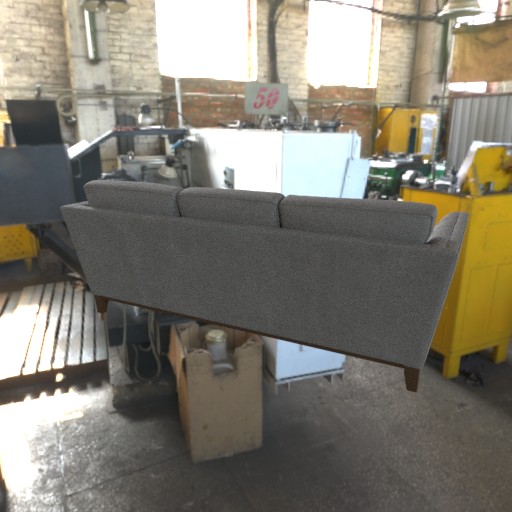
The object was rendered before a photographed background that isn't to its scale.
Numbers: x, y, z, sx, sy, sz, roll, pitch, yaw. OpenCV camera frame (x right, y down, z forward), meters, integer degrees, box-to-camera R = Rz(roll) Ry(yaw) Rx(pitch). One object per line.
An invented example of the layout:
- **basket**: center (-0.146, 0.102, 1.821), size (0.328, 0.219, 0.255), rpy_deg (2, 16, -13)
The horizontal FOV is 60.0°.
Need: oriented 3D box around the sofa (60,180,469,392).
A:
- **sofa**: center (0.000, 0.000, 2.858), size (2.387, 0.940, 0.965), rpy_deg (8, 18, 26)
